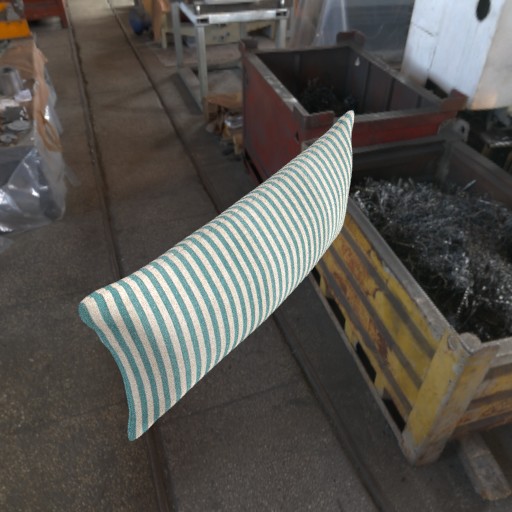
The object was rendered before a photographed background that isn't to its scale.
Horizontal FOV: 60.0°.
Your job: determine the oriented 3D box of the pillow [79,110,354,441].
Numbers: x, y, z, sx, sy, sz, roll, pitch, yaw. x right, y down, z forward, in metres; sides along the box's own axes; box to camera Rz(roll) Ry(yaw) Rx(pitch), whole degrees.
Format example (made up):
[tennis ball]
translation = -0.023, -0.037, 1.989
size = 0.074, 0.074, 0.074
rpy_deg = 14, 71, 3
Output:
[pillow]
translation = 0.000, 0.000, 0.739
size = 0.151, 0.295, 0.617
rpy_deg = 26, 47, 27
